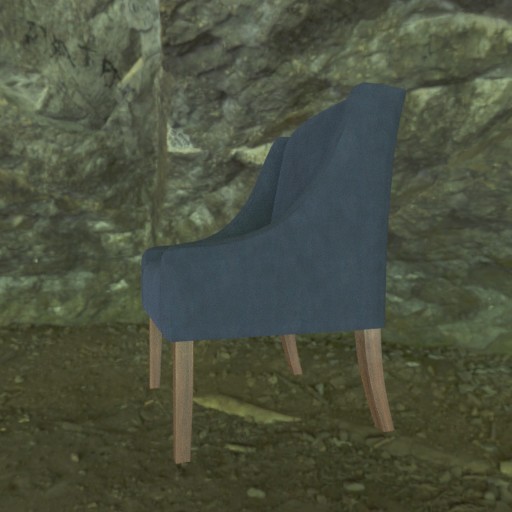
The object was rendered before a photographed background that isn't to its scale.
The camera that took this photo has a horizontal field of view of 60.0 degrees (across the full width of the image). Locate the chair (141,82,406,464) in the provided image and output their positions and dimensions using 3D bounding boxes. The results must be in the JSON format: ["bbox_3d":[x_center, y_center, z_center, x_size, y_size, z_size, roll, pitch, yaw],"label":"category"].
[{"bbox_3d":[0.000,0.000,1.333,0.629,0.895,0.629,0,0,-19],"label":"chair"}]
